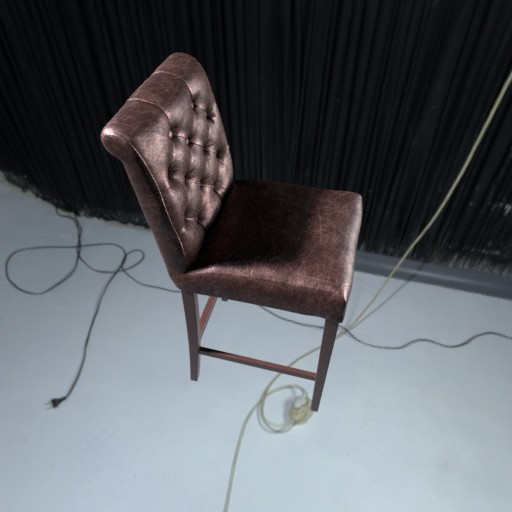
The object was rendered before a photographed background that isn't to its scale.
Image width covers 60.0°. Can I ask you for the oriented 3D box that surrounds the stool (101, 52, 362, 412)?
[{"bbox_3d":[0.000,0.000,1.535,0.659,1.168,0.483,11,48,10],"label":"stool"}]
